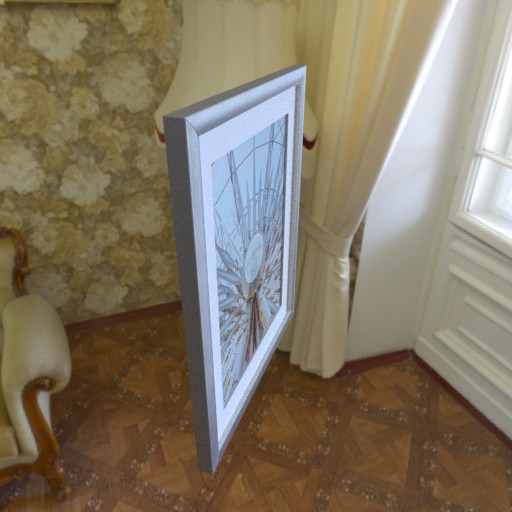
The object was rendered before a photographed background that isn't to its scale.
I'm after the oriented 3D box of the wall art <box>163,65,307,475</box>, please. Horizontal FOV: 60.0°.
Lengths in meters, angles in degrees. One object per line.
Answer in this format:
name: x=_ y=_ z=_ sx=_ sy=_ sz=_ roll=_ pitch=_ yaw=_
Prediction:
wall art: x=0.000 y=0.000 z=0.760 sx=0.029 sy=0.558 sz=0.458 roll=11 pitch=31 yaw=18
